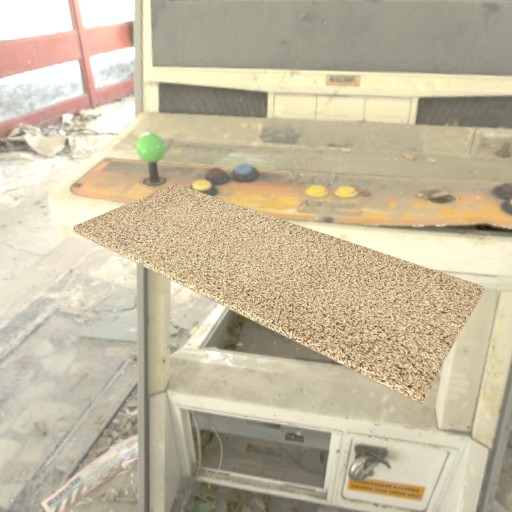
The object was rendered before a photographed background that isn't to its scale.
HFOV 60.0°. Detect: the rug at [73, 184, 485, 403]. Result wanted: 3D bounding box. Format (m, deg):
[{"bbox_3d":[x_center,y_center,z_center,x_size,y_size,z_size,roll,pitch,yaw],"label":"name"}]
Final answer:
[{"bbox_3d":[0.000,0.000,1.713,1.524,0.030,0.609,22,38,31],"label":"rug"}]
